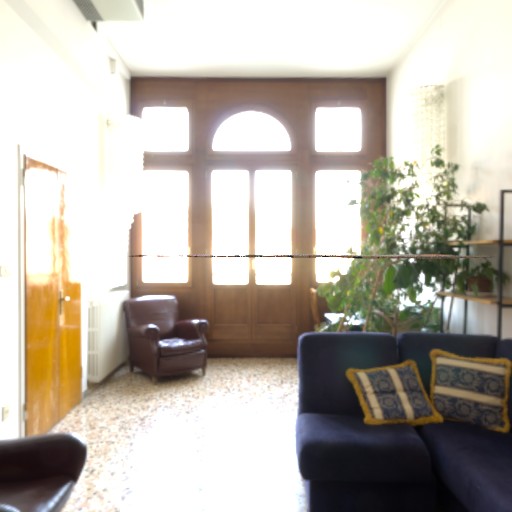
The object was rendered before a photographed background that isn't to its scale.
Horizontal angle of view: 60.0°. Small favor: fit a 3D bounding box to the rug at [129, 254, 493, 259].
[{"bbox_3d":[0.000,0.000,2.628,0.695,0.017,2.455,0,0,-36],"label":"rug"}]
